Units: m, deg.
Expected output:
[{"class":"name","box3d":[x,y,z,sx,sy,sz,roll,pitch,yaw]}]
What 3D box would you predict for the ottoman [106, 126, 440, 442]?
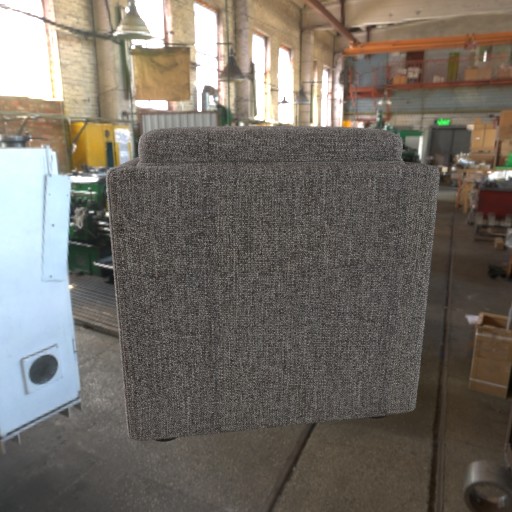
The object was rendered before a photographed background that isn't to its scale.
[{"class":"ottoman","box3d":[0.000,0.000,0.825,0.450,0.460,0.450,-2,15,-9]}]
